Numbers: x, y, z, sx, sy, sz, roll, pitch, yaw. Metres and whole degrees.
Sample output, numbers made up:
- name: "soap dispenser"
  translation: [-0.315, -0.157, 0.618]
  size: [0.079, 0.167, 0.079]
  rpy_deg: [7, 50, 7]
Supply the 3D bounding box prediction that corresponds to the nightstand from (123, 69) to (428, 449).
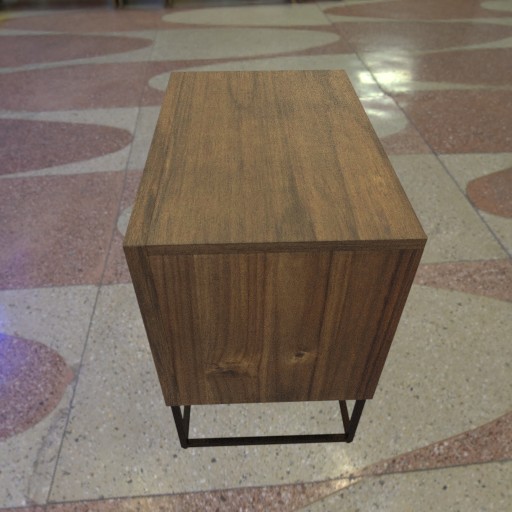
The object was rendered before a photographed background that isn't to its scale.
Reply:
- name: "nightstand"
  translation: [0.000, 0.000, 1.012]
  size: [0.437, 0.610, 0.610]
  rpy_deg: [-1, 43, -1]
